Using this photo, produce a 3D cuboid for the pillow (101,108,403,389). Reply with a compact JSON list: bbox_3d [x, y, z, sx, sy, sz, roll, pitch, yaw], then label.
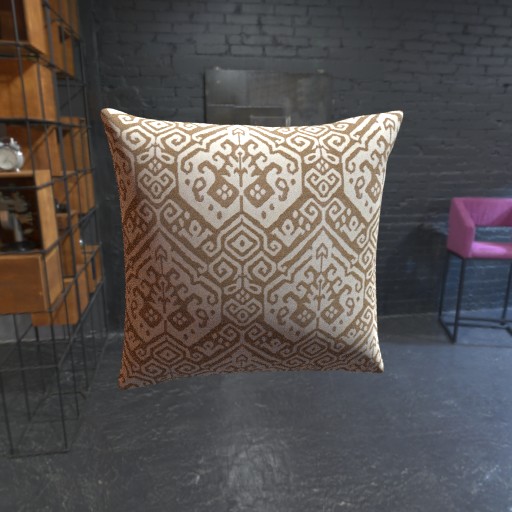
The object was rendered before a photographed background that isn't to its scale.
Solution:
[{"bbox_3d":[0.000,0.000,0.647,0.419,0.407,0.173,-2,15,-7],"label":"pillow"}]
